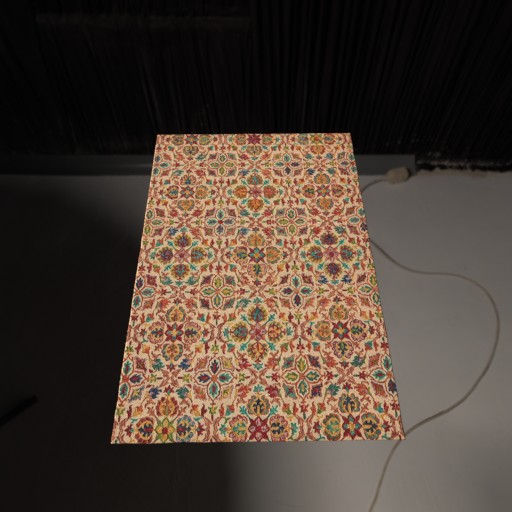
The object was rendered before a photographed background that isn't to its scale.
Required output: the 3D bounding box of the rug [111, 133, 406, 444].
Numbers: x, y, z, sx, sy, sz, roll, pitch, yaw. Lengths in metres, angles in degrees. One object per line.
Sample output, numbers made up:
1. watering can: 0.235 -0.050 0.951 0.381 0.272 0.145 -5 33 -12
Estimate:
1. rug: 0.000 0.000 2.924 1.541 0.018 2.297 -1 58 0
